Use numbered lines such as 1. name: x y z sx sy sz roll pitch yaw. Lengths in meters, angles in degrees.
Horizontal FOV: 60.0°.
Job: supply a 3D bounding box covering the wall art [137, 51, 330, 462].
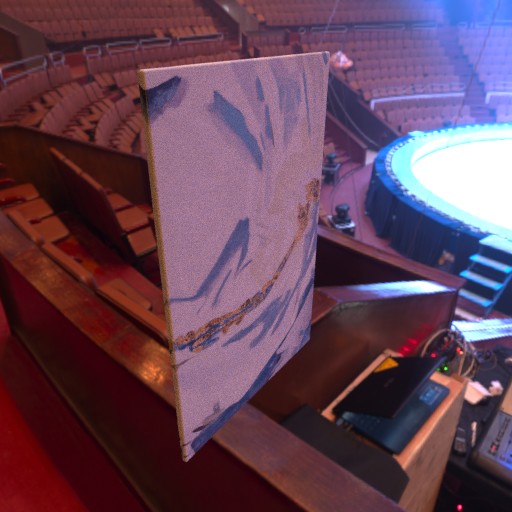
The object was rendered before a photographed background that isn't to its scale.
1. wall art: 0.000 0.000 1.120 0.016 0.914 0.610 19 33 32
